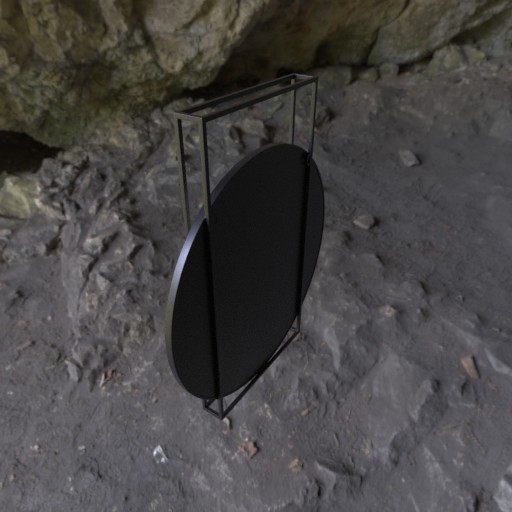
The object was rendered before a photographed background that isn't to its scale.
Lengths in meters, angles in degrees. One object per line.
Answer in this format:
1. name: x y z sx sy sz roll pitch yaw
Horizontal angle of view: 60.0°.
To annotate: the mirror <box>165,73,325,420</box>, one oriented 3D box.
1. mirror: 0.000 0.000 0.847 0.051 0.603 0.508 20 38 28
